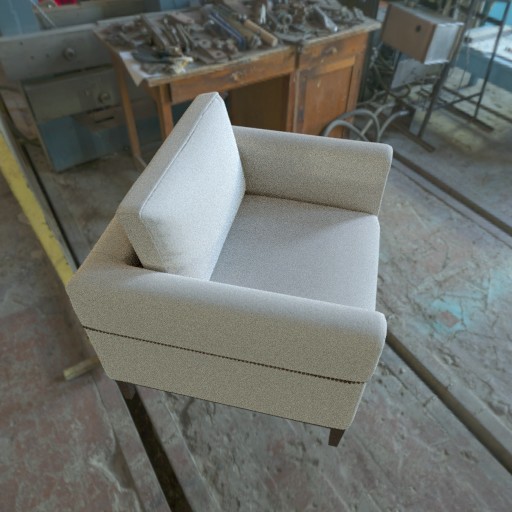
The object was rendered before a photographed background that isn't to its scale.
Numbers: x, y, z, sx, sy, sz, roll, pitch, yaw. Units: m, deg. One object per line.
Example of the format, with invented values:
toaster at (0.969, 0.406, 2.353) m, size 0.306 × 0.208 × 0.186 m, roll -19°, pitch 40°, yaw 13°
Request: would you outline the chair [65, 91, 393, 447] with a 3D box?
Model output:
chair at (0.000, 0.000, 1.656) m, size 0.896 × 0.915 × 0.982 m, roll 10°, pitch 46°, yaw 9°
